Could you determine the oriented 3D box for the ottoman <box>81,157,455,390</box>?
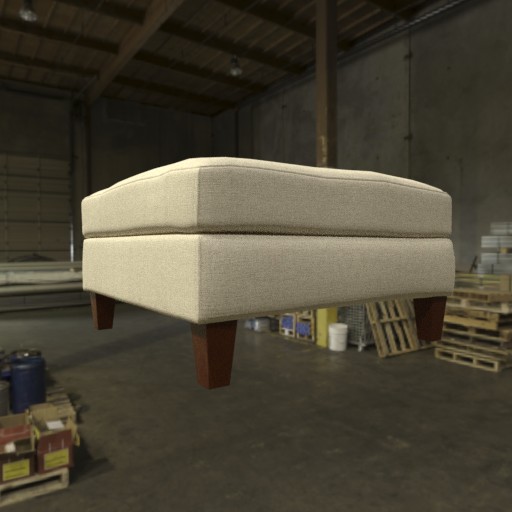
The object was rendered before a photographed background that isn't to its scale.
[{"bbox_3d":[0.000,0.000,1.355,0.838,0.478,0.838,-1,2,-35],"label":"ottoman"}]
